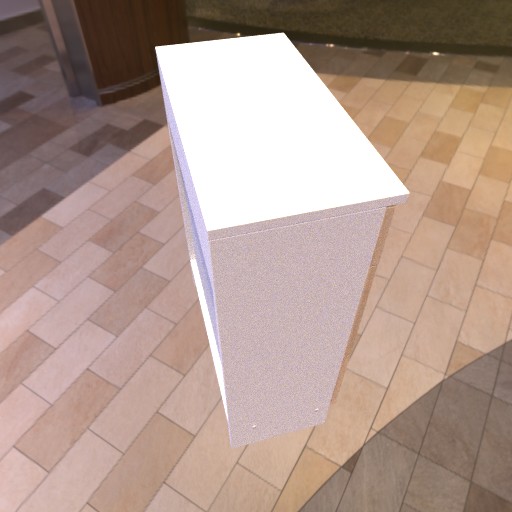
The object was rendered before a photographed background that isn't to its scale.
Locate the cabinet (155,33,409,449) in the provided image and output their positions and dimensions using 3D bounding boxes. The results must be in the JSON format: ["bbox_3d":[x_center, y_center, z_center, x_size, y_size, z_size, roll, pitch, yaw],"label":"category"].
[{"bbox_3d":[0.000,0.000,1.106,0.296,0.815,0.600,-11,49,-10],"label":"cabinet"}]
